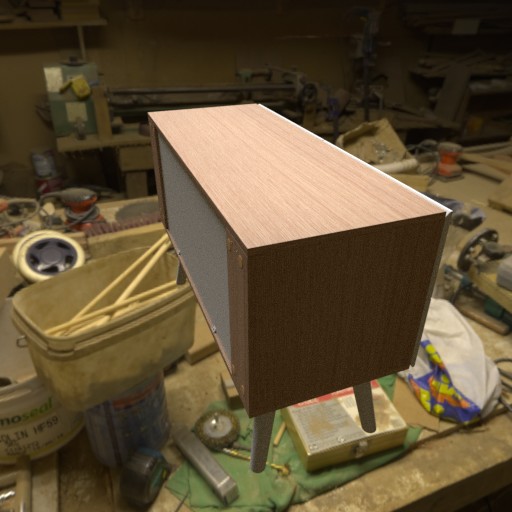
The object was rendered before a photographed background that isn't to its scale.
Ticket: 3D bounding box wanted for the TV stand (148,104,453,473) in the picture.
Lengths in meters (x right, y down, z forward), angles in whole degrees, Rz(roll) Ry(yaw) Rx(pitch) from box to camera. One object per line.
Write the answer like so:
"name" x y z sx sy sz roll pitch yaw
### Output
"TV stand" 0.000 0.000 1.325 0.407 0.660 0.991 -11 32 -18
